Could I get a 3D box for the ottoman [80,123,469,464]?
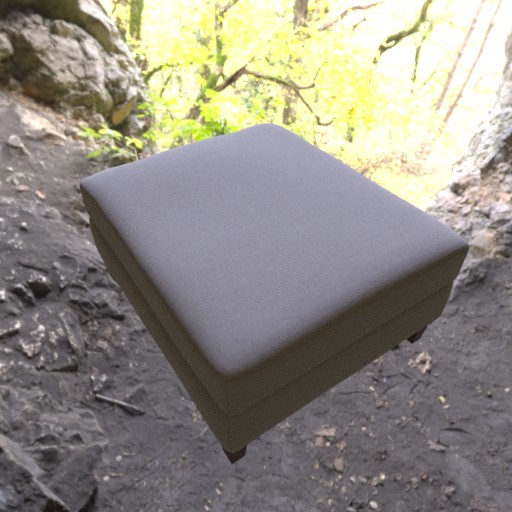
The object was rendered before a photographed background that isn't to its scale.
[{"bbox_3d":[0.000,0.000,1.486,0.836,0.492,0.976,-24,47,-25],"label":"ottoman"}]
